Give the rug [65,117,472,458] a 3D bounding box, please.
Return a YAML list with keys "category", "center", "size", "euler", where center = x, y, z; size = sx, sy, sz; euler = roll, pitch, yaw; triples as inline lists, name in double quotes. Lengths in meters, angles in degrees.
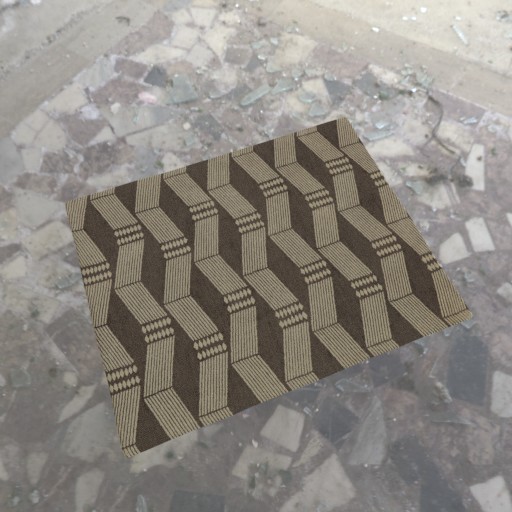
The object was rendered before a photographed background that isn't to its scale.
- category: "rug"
  center: [0.000, 0.000, 4.046]
  size: [3.048, 0.016, 2.438]
  euler: [-19, 65, -9]
